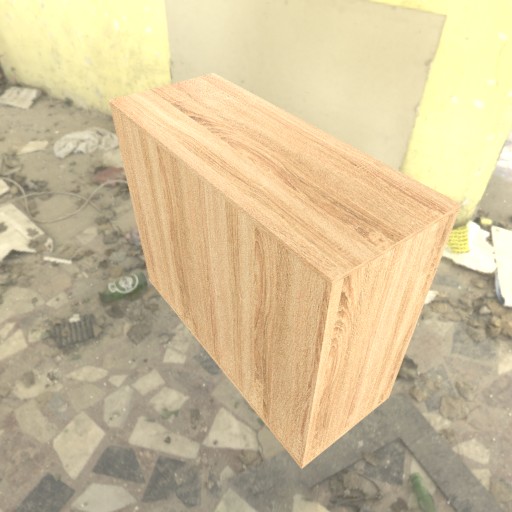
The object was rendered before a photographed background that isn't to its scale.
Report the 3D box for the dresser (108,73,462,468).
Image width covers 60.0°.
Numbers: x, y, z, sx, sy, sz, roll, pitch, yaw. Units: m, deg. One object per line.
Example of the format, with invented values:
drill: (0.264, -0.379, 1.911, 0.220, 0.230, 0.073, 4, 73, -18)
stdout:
dresser: (0.000, 0.000, 1.605, 0.450, 0.900, 1.100, -27, 48, -27)
